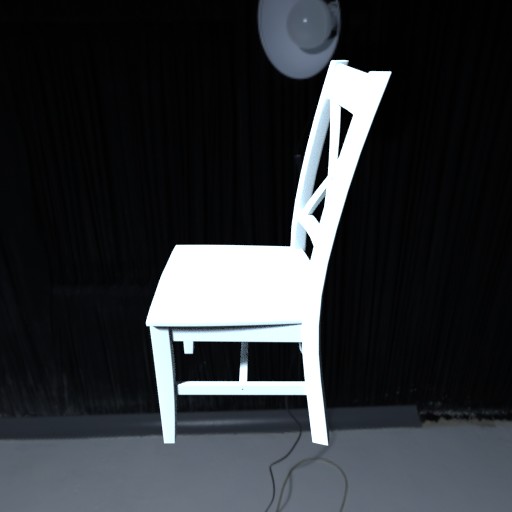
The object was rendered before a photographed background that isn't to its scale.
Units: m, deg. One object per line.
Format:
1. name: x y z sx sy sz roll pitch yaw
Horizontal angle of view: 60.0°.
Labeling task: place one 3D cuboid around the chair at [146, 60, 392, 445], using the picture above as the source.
1. chair: 0.000 0.000 1.241 0.542 0.983 0.485 0 26 0
